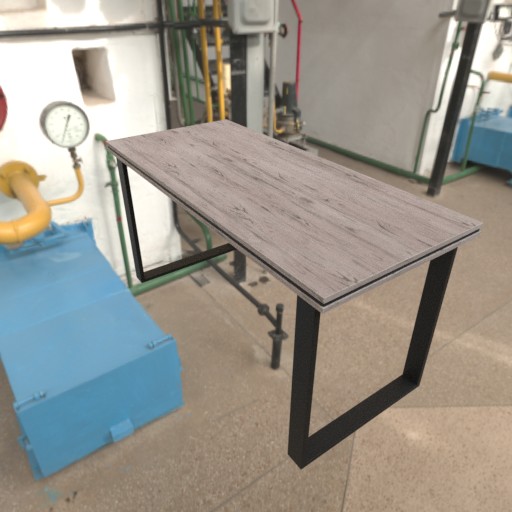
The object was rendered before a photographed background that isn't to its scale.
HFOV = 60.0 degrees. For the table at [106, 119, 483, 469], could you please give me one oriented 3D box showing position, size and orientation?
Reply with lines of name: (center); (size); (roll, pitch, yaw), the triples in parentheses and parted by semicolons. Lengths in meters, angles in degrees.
table: (0.000, 0.000, 2.290); (0.795, 0.899, 1.778); (-20, 37, -30)
